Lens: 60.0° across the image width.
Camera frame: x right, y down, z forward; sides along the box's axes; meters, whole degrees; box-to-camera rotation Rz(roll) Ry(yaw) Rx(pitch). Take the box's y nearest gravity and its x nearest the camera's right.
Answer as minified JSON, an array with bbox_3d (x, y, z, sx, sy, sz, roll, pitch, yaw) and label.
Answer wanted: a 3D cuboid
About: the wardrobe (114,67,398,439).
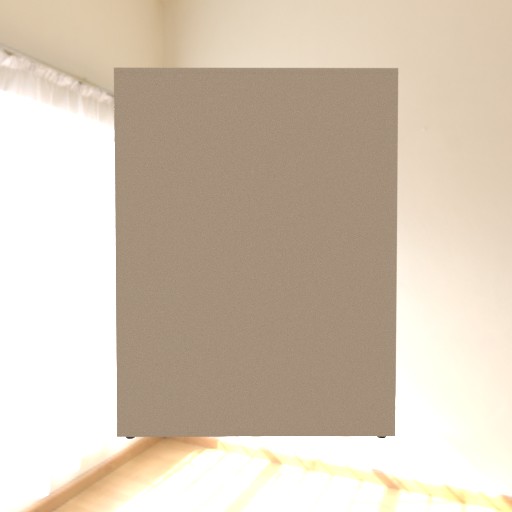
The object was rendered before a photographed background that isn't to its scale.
[{"bbox_3d":[0.000,0.000,1.595,0.900,1.200,0.360,0,1,0],"label":"wardrobe"}]
